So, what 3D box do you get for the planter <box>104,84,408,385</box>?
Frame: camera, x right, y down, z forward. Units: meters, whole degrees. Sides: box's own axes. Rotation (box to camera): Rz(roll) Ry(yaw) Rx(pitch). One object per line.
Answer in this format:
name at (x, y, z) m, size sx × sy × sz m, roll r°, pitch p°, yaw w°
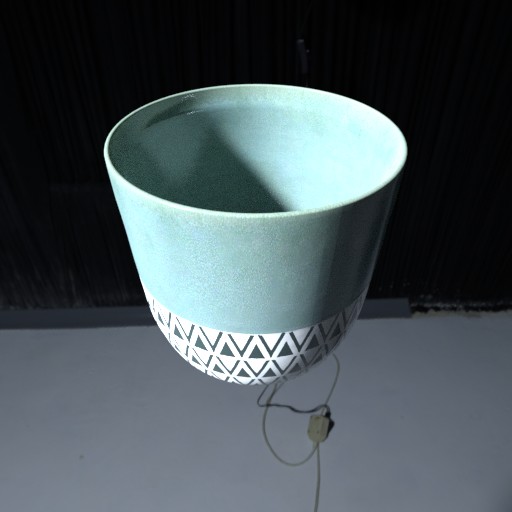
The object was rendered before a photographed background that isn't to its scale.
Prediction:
planter at (0.000, 0.000, 0.366) m, size 0.198 × 0.214 × 0.198 m, roll 0°, pitch 39°, yaw 0°
